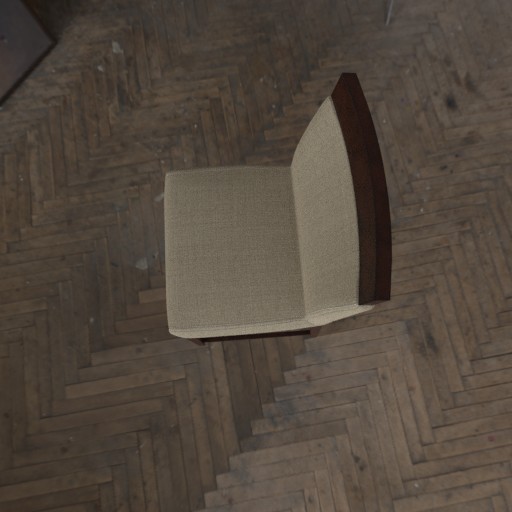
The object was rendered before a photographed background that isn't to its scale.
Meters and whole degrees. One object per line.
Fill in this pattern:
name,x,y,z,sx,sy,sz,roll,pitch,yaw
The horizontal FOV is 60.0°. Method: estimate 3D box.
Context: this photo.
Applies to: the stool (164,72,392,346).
stool,0.000,0.000,1.289,0.480,1.011,0.463,-4,75,-1
